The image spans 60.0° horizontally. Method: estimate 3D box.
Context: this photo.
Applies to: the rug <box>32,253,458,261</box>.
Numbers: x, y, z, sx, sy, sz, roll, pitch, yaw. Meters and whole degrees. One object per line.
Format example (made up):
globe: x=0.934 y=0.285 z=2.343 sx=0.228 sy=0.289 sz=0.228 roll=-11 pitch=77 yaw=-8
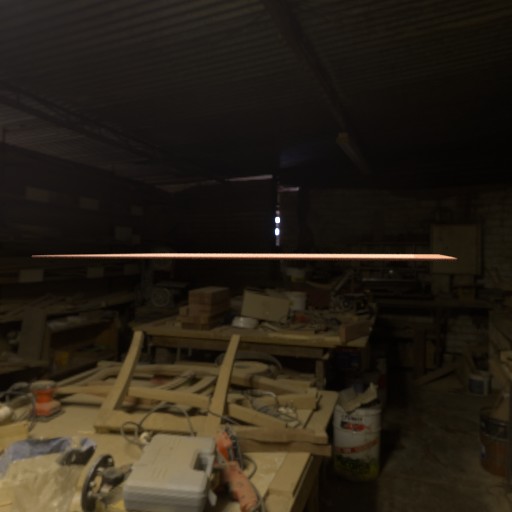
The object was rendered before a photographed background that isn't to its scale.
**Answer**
rug: x=0.000 y=0.000 z=3.082 sx=2.438 sy=0.014 sz=1.524 roll=0 pitch=1 yaw=19
